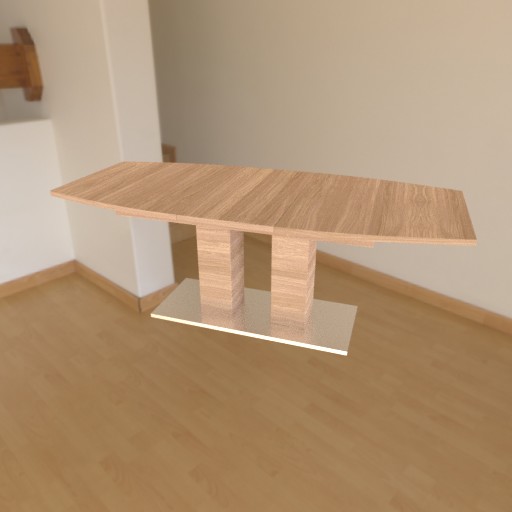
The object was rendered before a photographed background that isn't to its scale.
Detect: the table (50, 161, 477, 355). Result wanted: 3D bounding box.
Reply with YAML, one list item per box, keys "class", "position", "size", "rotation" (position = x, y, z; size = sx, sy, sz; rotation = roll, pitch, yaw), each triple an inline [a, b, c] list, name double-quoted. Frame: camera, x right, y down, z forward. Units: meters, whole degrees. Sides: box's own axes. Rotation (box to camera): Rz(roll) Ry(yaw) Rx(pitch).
- class: "table"
  position: [0.000, 0.000, 2.459]
  size: [2.032, 0.750, 0.900]
  rotation: [8, 27, 16]
